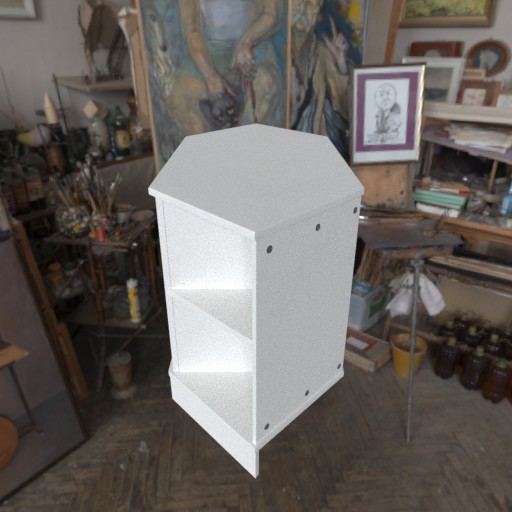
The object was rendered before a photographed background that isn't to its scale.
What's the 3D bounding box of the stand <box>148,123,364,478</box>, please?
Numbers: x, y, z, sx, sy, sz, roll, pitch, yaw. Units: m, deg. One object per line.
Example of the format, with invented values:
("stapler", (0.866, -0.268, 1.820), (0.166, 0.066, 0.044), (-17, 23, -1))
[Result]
("stand", (0.000, 0.000, 1.360), (0.477, 0.614, 1.072), (0, 26, 0))
